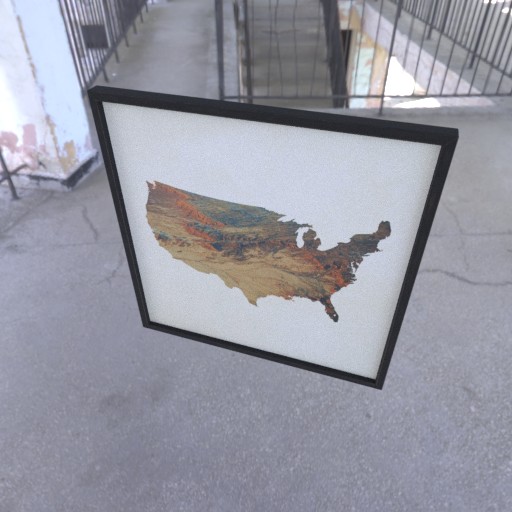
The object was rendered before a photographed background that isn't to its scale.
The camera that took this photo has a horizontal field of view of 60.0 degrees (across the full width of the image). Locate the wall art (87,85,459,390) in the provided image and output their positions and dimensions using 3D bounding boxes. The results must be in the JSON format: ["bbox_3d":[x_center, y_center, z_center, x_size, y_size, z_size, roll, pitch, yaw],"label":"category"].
[{"bbox_3d":[0.000,0.000,0.448,0.304,0.303,0.015,12,40,14],"label":"wall art"}]
